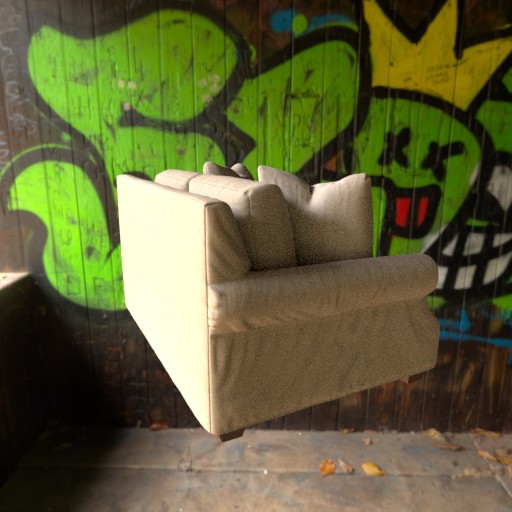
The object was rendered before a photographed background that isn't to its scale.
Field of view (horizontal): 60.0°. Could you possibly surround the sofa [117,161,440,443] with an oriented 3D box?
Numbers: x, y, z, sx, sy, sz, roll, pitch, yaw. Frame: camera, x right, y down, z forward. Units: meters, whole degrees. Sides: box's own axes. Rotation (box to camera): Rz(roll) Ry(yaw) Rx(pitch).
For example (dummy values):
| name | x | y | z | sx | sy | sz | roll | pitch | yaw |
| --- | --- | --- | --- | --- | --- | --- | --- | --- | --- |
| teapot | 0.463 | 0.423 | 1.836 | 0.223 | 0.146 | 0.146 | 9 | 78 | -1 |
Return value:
| name | x | y | z | sx | sy | sz | roll | pitch | yaw |
| --- | --- | --- | --- | --- | --- | --- | --- | --- | --- |
| sofa | 0.000 | 0.000 | 2.193 | 1.070 | 0.905 | 1.550 | -7 | 16 | -26 |
